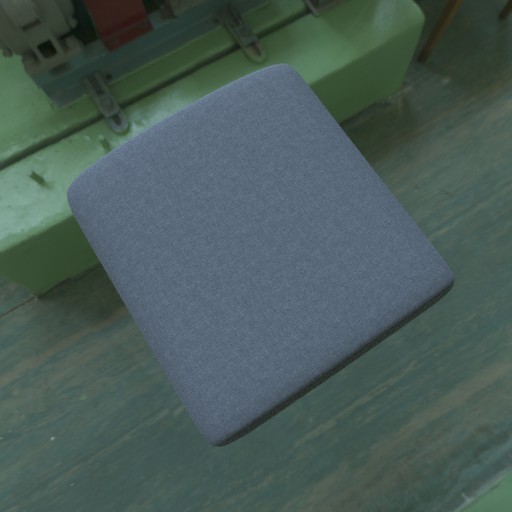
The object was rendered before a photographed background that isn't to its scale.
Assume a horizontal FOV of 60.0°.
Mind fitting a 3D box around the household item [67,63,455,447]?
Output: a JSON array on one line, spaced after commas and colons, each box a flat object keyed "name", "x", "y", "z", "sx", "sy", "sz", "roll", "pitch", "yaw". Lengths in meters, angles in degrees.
[{"name": "household item", "x": 0.000, "y": 0.000, "z": 0.897, "sx": 0.530, "sy": 0.410, "sz": 0.530, "roll": -32, "pitch": 78, "yaw": -8}]
